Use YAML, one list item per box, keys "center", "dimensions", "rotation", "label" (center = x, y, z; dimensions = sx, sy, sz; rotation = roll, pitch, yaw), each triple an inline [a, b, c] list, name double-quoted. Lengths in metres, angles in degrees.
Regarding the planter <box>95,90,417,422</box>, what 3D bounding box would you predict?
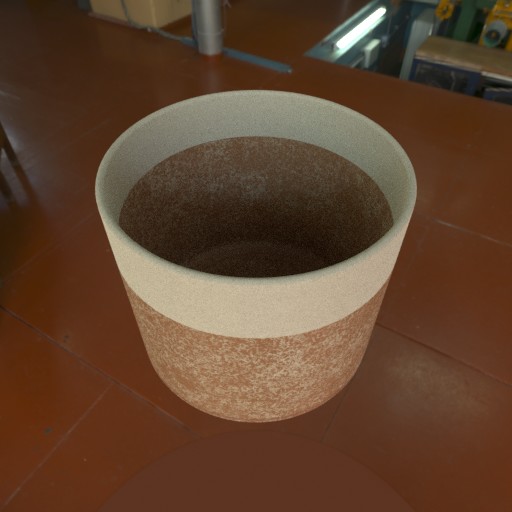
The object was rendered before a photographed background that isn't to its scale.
- center: [0.000, 0.000, 0.274]
  dimensions: [0.159, 0.138, 0.159]
  rotation: [0, 47, 0]
  label: "planter"
